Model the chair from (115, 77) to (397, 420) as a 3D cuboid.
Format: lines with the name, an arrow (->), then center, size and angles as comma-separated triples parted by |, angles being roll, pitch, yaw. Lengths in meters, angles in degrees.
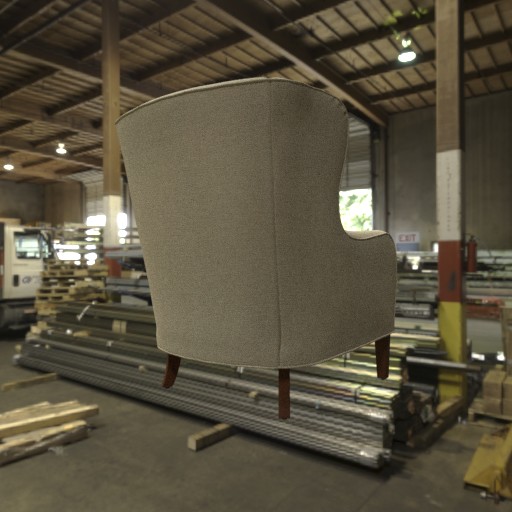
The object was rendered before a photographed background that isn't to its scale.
chair -> 0.000, 0.000, 1.748 | 0.838, 1.040, 0.966 | 0, 0, 37
